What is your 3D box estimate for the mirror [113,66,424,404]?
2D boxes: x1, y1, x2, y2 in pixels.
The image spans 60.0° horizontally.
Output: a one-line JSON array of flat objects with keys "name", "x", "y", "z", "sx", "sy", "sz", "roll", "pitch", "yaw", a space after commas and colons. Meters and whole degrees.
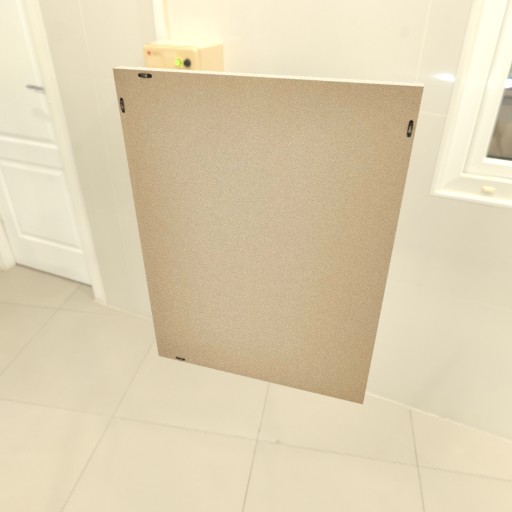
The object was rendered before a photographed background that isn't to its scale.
[{"name": "mirror", "x": 0.000, "y": 0.000, "z": 1.326, "sx": 0.762, "sy": 1.016, "sz": 0.041, "roll": 9, "pitch": 33, "yaw": 15}]
